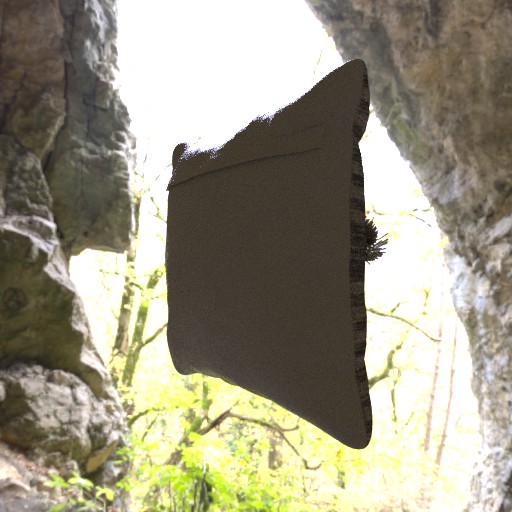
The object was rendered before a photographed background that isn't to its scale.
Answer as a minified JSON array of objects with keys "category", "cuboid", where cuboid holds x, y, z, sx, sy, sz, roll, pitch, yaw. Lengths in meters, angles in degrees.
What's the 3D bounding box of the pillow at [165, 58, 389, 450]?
[{"category":"pillow","cuboid":[0.000,0.000,0.746,0.234,0.490,0.484,1,-1,-36]}]
